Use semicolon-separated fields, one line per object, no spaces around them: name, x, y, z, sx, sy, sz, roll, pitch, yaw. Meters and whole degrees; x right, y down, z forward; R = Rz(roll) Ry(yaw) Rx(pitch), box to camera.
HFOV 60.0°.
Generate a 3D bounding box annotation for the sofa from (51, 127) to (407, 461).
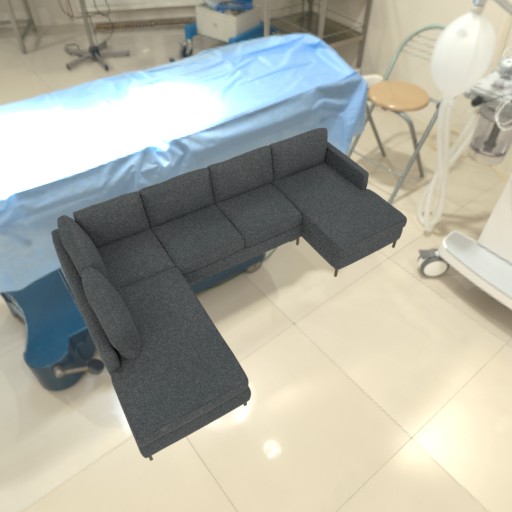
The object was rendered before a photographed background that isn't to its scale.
sofa;0.000;0.000;3.851;2.956;0.813;2.007;-24;51;-21
